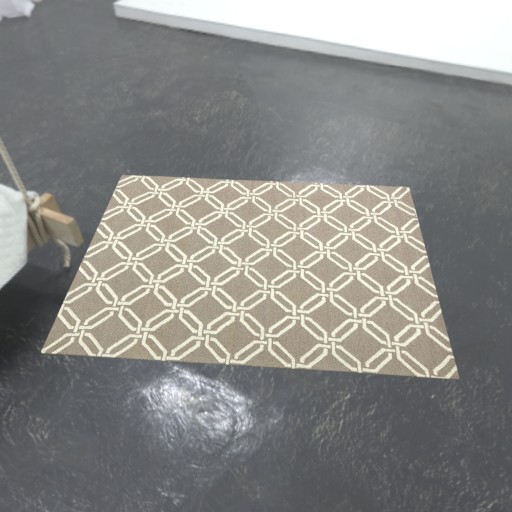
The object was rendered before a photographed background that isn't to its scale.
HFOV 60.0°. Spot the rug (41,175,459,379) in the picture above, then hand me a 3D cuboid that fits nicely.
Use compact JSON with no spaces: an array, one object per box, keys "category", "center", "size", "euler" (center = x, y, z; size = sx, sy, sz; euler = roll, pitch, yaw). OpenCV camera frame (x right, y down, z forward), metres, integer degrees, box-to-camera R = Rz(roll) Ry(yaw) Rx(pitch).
[{"category":"rug","center":[0.000,0.000,4.424],"size":[3.419,0.020,2.441],"euler":[3,47,3]}]
